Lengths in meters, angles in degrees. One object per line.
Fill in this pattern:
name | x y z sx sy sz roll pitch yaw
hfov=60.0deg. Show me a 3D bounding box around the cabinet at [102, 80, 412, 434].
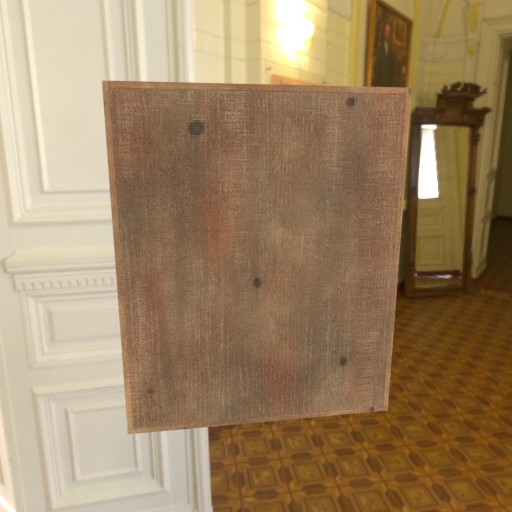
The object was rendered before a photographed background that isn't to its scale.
cabinet | 0.000 0.000 0.844 0.489 0.590 0.184 -2 13 -9
